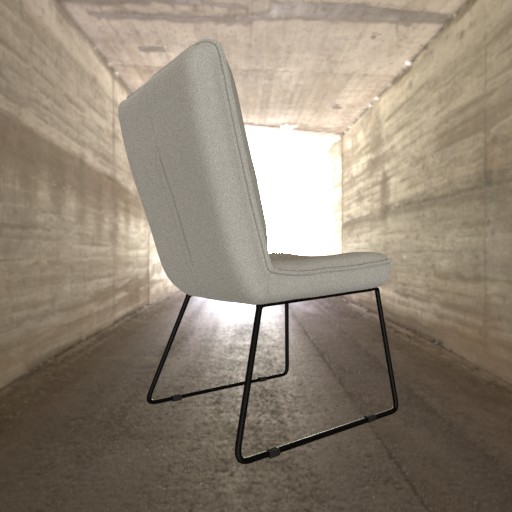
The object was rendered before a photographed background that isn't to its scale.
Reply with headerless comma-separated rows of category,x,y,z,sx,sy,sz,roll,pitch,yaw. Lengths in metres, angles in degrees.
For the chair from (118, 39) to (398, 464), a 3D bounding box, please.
chair,0.000,0.000,1.311,0.688,0.930,0.515,0,0,-37
